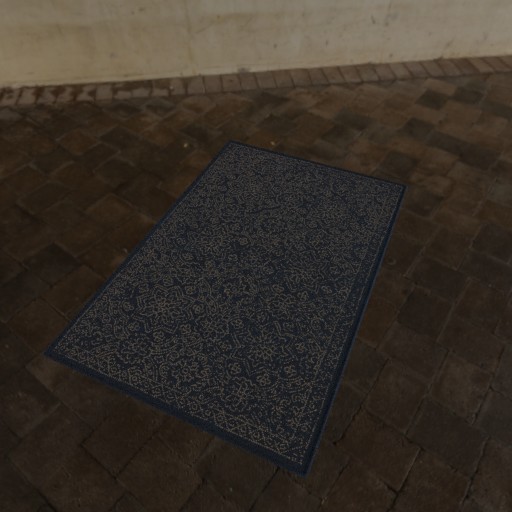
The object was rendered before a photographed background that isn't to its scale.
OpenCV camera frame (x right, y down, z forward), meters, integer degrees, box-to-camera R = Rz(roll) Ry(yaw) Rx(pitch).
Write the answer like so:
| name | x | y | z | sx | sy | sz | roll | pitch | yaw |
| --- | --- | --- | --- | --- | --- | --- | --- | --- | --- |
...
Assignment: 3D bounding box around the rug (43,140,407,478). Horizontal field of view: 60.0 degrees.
| name | x | y | z | sx | sy | sz | roll | pitch | yaw |
| --- | --- | --- | --- | --- | --- | --- | --- | --- | --- |
| rug | 0.000 | 0.000 | 2.322 | 1.219 | 0.010 | 1.829 | 18 | 50 | 16 |
